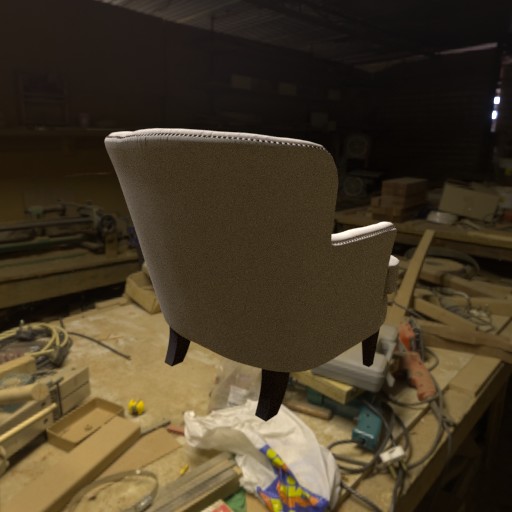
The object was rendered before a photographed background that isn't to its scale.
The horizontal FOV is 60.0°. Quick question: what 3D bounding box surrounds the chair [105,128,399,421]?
[{"bbox_3d":[0.000,0.000,1.589,0.848,0.868,0.906,14,21,42],"label":"chair"}]
